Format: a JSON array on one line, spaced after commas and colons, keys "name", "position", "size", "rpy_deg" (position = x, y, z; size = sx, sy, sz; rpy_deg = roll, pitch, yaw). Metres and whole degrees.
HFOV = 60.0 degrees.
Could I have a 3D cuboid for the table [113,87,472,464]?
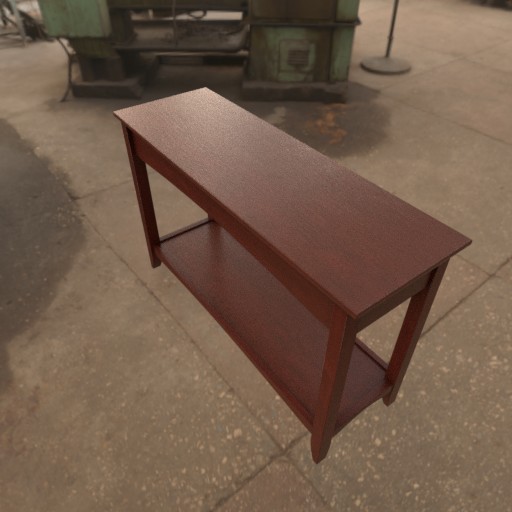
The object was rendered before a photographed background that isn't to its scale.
[{"name": "table", "position": [0.000, 0.000, 1.555], "size": [0.392, 0.739, 1.188], "rpy_deg": [-26, 48, -27]}]
